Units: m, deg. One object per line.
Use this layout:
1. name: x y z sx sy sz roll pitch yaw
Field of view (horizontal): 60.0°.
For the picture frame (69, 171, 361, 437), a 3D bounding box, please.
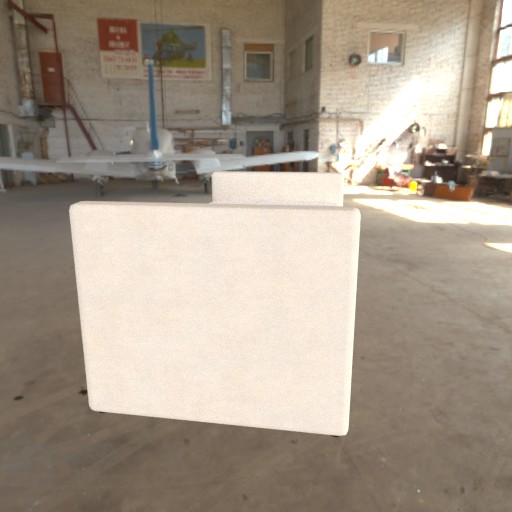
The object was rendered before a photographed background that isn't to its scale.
1. picture frame: 0.000 0.000 2.694 1.069 0.891 2.161 2 14 9
